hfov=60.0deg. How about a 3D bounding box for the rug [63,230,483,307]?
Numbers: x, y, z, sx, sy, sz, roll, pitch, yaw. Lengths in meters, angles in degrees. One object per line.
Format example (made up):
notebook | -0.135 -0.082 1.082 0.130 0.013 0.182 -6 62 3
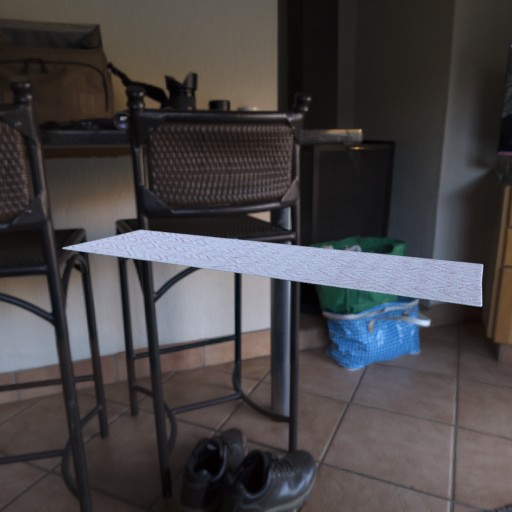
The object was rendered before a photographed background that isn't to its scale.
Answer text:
rug | 0.000 0.000 2.660 2.435 0.009 0.750 7 15 26
